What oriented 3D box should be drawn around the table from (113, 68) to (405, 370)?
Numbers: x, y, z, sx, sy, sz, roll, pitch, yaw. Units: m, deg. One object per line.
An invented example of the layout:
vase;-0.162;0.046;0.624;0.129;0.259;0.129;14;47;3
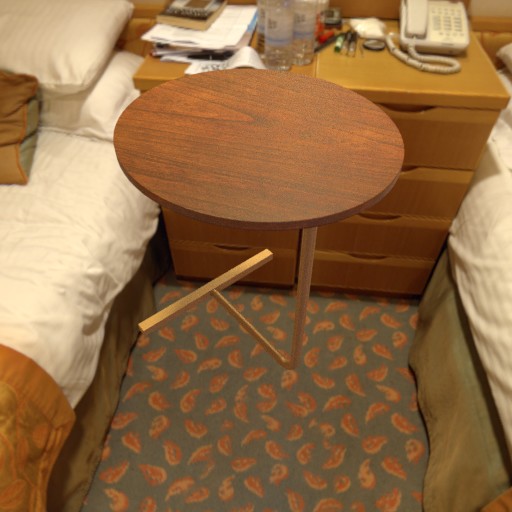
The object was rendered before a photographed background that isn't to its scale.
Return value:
table;0.000;0.000;1.110;0.530;0.706;0.577;-30;53;-27
